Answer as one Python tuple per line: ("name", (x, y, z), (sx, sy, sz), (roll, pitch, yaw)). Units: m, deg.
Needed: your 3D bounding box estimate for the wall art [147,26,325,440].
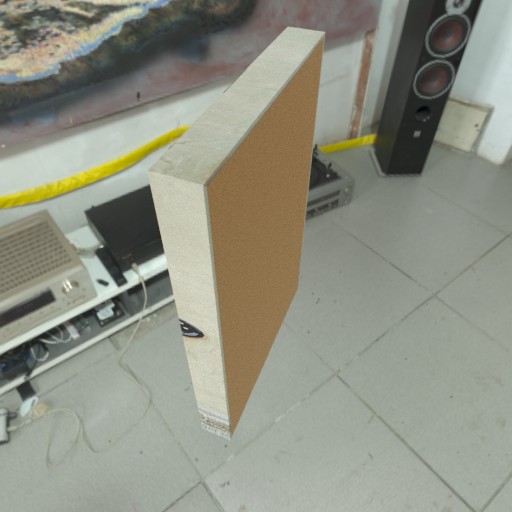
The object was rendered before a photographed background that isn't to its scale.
("wall art", (0.000, 0.000, 0.480), (0.038, 0.381, 0.254), (16, 49, 15))
